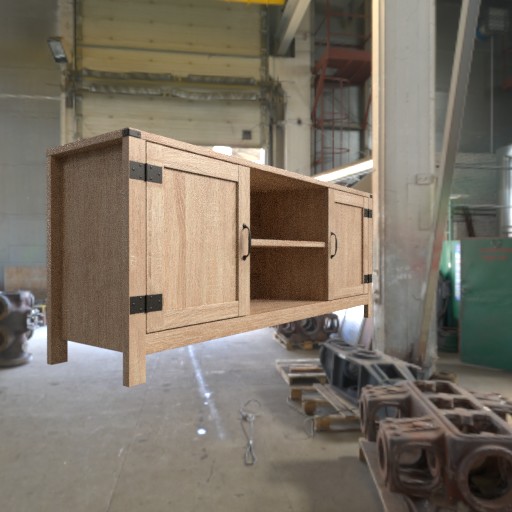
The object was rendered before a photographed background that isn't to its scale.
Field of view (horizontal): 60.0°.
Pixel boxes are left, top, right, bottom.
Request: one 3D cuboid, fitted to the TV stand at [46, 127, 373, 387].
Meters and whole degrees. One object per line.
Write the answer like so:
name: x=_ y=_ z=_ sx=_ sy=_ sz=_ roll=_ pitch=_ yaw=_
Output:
TV stand: x=0.000 y=0.000 z=1.727 sx=0.398 sy=0.610 sz=1.466 roll=0 pitch=0 yaw=37
